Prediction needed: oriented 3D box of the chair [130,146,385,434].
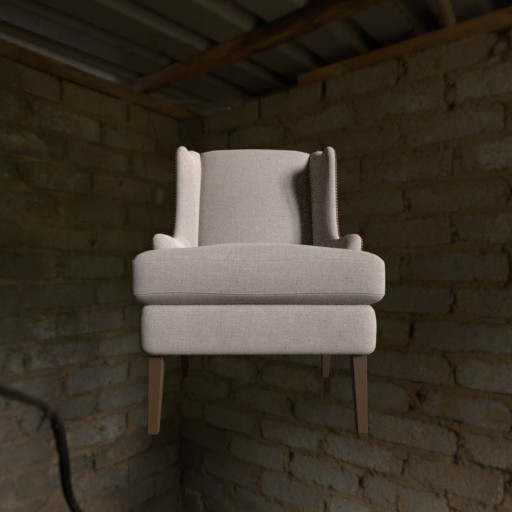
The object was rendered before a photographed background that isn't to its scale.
[{"bbox_3d":[0.000,0.000,1.704,0.737,1.029,0.940,0,-1,-1],"label":"chair"}]
